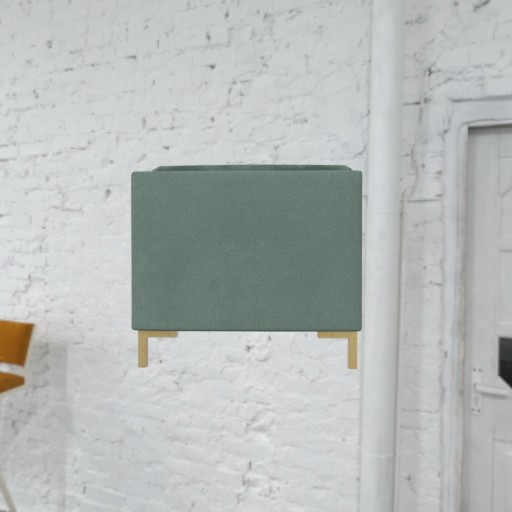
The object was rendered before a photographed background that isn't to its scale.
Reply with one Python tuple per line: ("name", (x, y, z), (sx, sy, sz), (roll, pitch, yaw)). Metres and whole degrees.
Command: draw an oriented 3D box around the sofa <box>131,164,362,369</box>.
("sofa", (0.000, 0.000, 2.495), (0.796, 0.705, 2.102), (0, 1, 2))
